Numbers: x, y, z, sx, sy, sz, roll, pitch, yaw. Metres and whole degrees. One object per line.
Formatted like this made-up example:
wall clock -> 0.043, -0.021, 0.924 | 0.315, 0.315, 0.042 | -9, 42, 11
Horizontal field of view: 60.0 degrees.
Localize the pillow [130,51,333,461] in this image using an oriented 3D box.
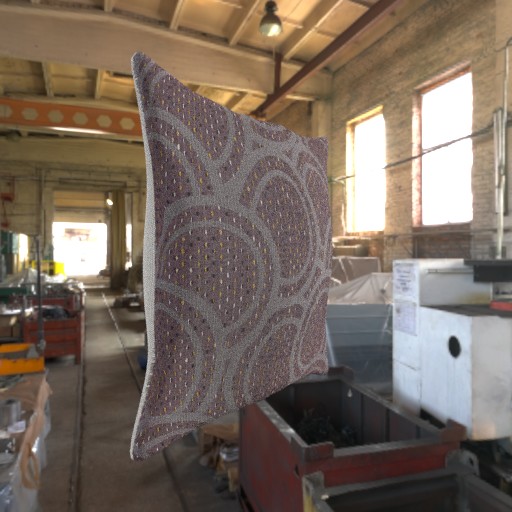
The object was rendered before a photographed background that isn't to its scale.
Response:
pillow -> 0.000, 0.000, 0.754 | 0.163, 0.513, 0.514 | 0, 0, 36
